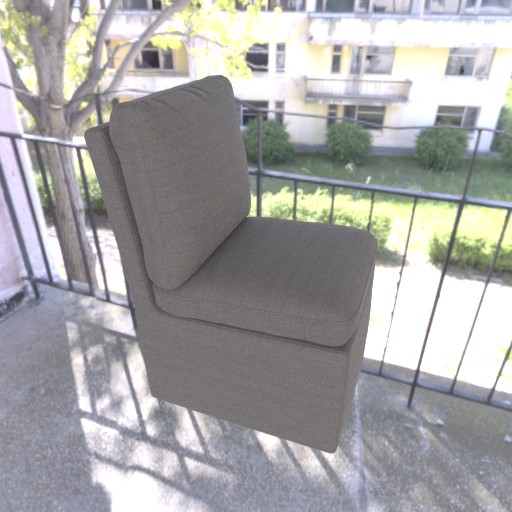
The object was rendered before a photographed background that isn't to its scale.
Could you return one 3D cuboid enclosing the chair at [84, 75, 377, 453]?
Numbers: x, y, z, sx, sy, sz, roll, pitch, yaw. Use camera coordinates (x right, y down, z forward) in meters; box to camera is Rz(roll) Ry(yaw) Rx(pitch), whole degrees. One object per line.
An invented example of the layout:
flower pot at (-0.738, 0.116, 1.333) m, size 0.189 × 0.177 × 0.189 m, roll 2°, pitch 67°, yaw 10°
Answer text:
chair at (0.000, 0.000, 1.311) m, size 0.698 × 0.927 × 0.503 m, roll 11°, pitch 32°, yaw 18°
